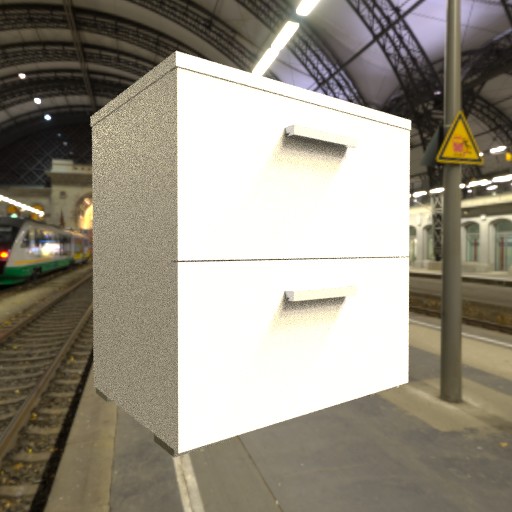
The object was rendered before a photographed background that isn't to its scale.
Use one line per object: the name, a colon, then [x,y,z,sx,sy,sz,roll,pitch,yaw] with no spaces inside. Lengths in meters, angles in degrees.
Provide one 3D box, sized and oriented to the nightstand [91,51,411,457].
nightstand: [0.000,0.000,0.741,0.441,0.460,0.325,-1,1,-37]
